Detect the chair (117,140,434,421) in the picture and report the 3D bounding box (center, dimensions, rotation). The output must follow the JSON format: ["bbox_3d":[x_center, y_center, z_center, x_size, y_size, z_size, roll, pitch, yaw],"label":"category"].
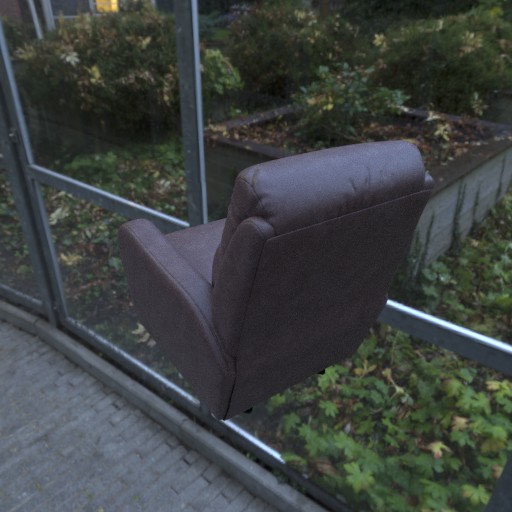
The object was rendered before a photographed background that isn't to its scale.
[{"bbox_3d":[0.000,0.000,1.812,0.865,1.067,1.067,-18,34,-29],"label":"chair"}]
